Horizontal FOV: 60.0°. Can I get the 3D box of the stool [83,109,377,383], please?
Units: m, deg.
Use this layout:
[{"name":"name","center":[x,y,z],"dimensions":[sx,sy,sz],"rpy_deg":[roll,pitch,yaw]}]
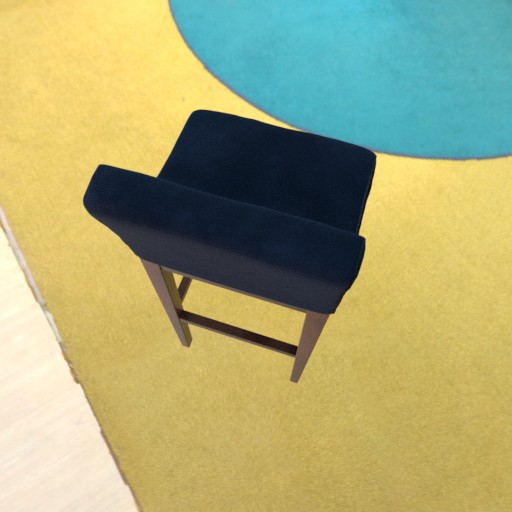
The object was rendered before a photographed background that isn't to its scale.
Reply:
[{"name":"stool","center":[0.000,0.000,1.298],"dimensions":[0.511,1.037,0.500],"rpy_deg":[16,64,8]}]
